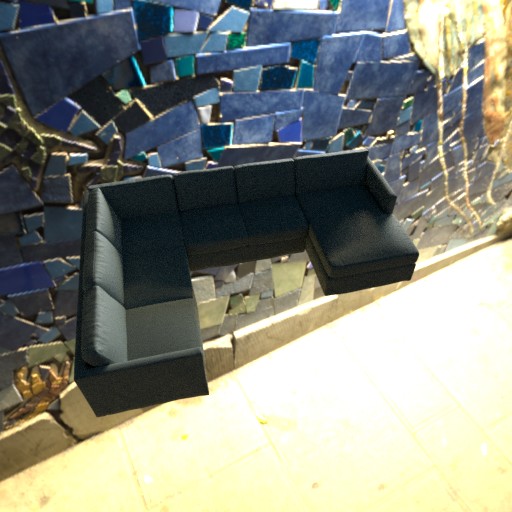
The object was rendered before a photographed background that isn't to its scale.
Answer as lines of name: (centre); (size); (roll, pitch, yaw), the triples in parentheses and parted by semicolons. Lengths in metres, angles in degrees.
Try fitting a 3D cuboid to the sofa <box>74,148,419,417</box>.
sofa: (0.000, 0.000, 4.669); (3.460, 0.882, 2.427); (-10, 47, -9)
